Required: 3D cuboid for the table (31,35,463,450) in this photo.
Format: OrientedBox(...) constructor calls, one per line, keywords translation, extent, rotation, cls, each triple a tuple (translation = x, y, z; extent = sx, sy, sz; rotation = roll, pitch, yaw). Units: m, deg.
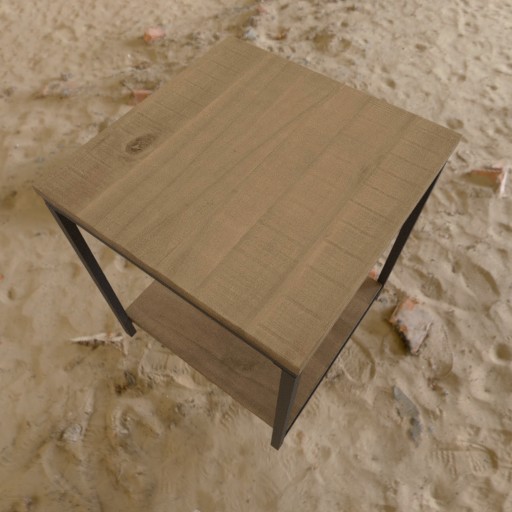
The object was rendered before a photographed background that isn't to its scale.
OrientedBox(translation=(0.000, 0.000, 0.972), extent=(0.503, 0.589, 0.507), rotation=(32, 63, 19), cls="table")
